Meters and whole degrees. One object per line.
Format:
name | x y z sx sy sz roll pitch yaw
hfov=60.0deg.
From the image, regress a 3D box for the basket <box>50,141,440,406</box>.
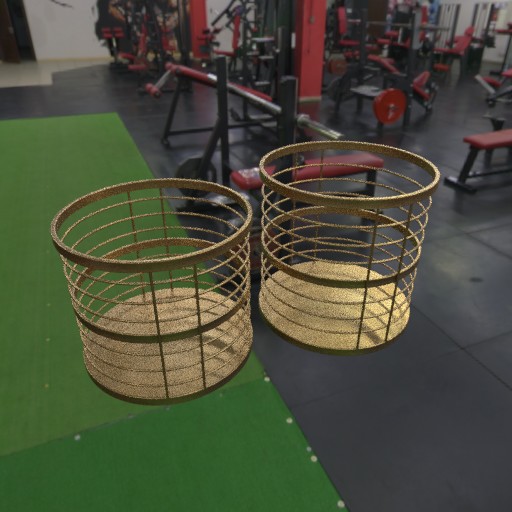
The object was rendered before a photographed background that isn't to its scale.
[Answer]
basket | 0.000 0.000 0.929 0.746 0.351 0.356 -10 32 -17
